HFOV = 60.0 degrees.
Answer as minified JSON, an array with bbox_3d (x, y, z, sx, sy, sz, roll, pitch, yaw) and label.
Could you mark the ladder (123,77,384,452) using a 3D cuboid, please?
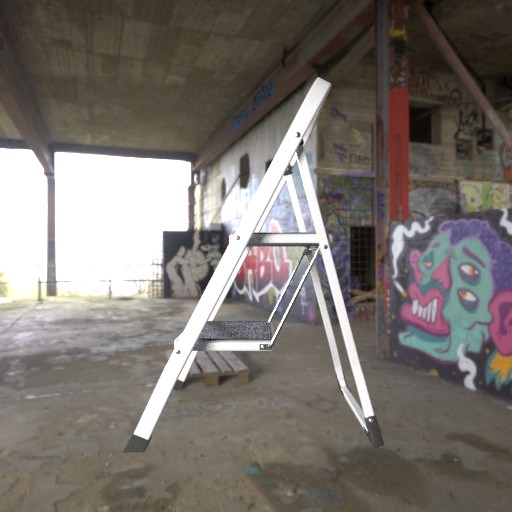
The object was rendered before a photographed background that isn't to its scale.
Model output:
[{"bbox_3d":[0.000,0.000,1.139,0.544,0.810,0.460,0,0,1],"label":"ladder"}]
